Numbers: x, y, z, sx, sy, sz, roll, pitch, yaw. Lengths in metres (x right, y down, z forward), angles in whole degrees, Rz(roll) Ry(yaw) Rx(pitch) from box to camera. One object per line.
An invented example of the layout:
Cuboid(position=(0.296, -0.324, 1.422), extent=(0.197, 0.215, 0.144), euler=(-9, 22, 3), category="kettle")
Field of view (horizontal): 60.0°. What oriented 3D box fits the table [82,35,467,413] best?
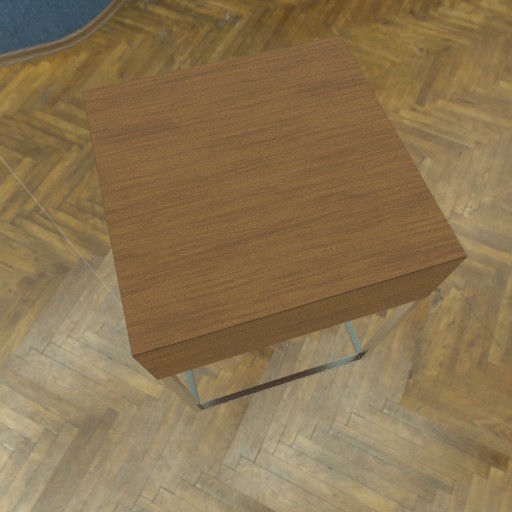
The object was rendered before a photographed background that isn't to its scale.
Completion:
Cuboid(position=(0.000, 0.000, 0.819), extent=(0.397, 0.540, 0.398), euler=(-16, 65, -7), category="table")
